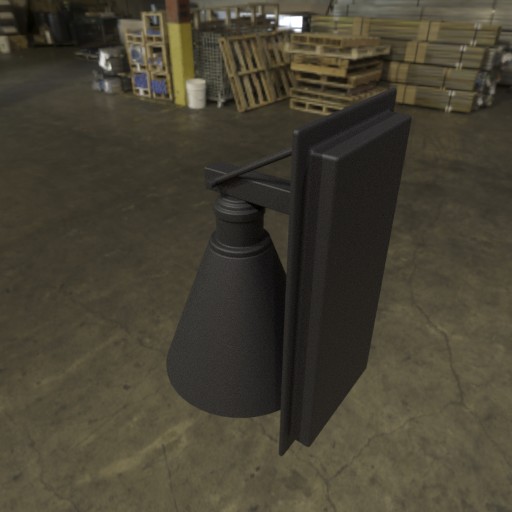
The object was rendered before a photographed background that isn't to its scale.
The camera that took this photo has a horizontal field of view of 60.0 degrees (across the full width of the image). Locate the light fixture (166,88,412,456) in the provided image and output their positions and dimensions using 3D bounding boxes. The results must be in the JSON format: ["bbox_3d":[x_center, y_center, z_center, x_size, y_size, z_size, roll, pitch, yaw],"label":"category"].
[{"bbox_3d":[0.000,0.000,0.417,0.207,0.298,0.170,21,38,31],"label":"light fixture"}]
